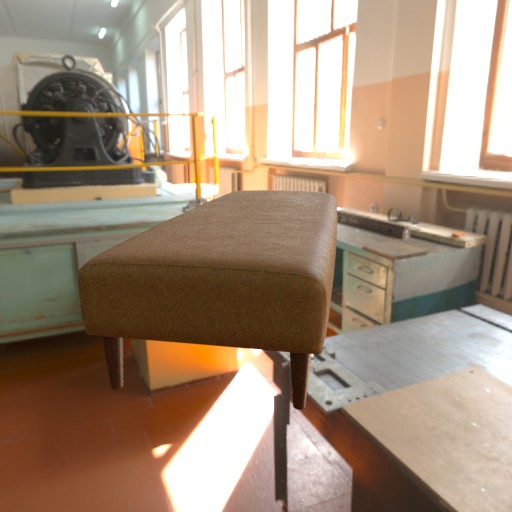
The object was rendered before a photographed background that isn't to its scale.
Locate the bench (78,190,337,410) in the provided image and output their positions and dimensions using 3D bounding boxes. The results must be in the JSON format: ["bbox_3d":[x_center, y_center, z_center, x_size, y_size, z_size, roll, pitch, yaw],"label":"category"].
[{"bbox_3d":[0.000,0.000,1.845,0.653,0.399,1.610,3,15,10],"label":"bench"}]
